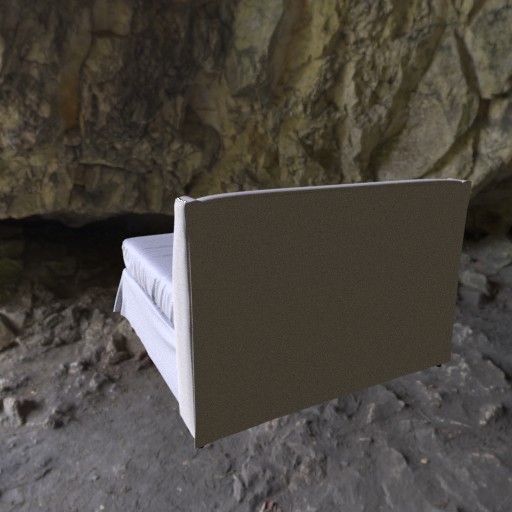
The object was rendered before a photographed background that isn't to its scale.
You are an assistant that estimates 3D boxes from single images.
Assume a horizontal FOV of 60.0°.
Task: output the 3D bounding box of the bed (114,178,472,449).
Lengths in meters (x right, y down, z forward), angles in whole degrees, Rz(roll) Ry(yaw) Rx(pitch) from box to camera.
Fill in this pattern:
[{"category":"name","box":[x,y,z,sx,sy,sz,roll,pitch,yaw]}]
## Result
[{"category":"bed","box":[0.000,0.000,3.487,1.925,1.332,2.276,-8,18,-27]}]
